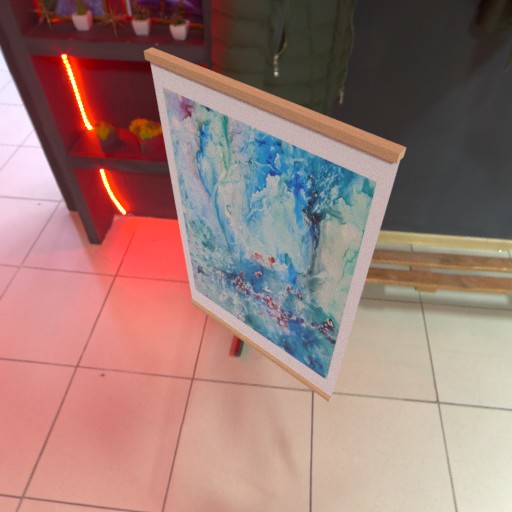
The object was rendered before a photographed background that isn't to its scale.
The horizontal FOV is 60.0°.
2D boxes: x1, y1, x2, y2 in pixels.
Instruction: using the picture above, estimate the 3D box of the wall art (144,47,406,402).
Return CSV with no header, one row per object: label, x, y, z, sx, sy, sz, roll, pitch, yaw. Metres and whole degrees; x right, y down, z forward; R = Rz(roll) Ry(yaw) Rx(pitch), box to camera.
wall art,0.000,0.000,1.932,0.991,1.510,0.040,31,55,25
